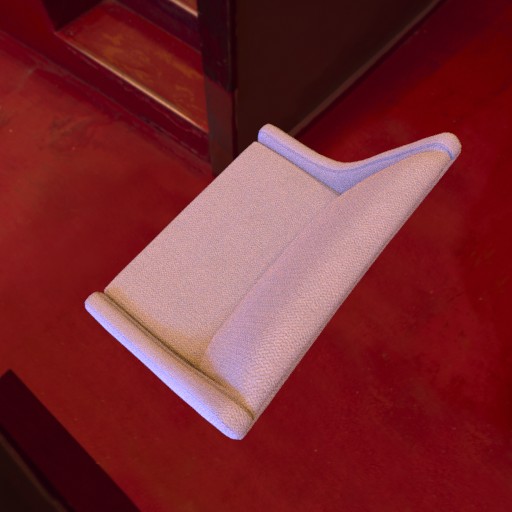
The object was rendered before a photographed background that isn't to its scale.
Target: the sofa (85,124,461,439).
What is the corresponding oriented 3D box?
[{"bbox_3d":[0.000,0.000,1.873,0.870,1.022,1.242,36,70,15],"label":"sofa"}]
